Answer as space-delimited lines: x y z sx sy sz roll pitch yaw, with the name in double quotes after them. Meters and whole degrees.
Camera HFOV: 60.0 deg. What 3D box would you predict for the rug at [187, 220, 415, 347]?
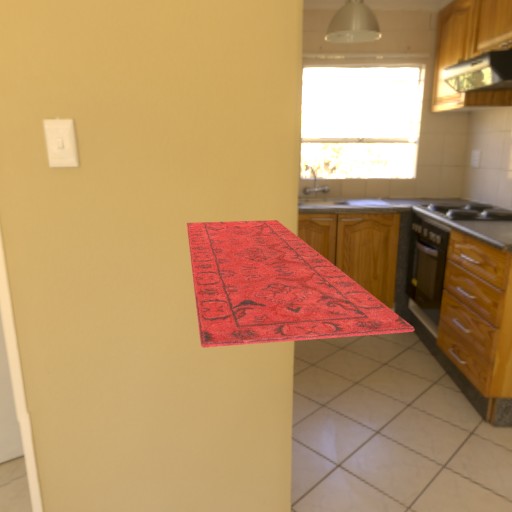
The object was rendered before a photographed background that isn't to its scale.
0.000 0.000 2.786 0.813 0.018 2.439 -2 15 -9 "rug"
